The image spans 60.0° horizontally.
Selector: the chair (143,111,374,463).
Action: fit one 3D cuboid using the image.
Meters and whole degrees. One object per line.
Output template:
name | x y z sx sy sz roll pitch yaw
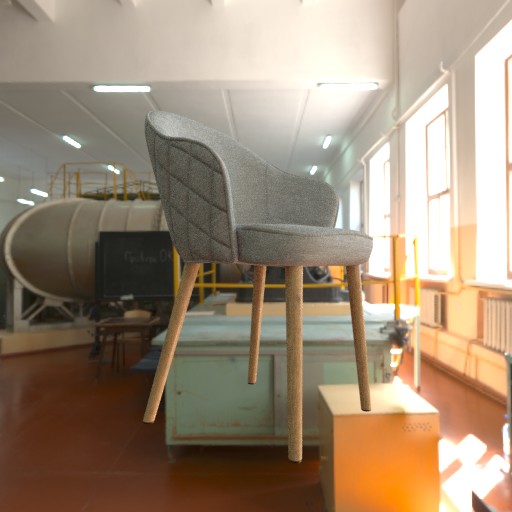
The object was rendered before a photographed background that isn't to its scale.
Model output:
chair | 0.000 0.000 1.139 0.530 0.800 0.540 -1 -1 36
